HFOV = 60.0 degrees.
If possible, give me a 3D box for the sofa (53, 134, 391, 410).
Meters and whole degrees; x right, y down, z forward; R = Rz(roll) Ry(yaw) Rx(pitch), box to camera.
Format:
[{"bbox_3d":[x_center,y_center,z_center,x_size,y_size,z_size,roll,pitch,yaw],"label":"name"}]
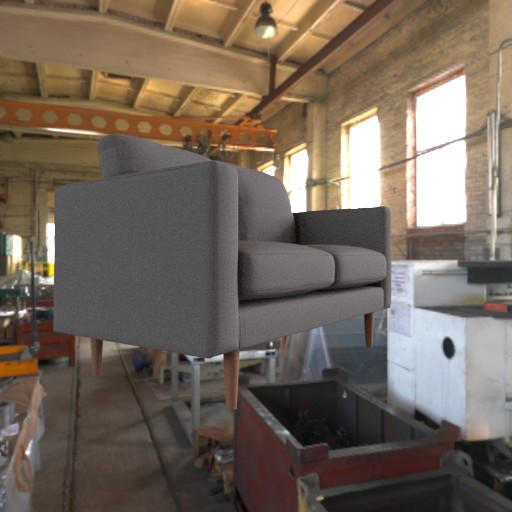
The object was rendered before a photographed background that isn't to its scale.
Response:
[{"bbox_3d":[0.000,0.000,1.942,0.796,0.908,1.430,0,0,35],"label":"sofa"}]
